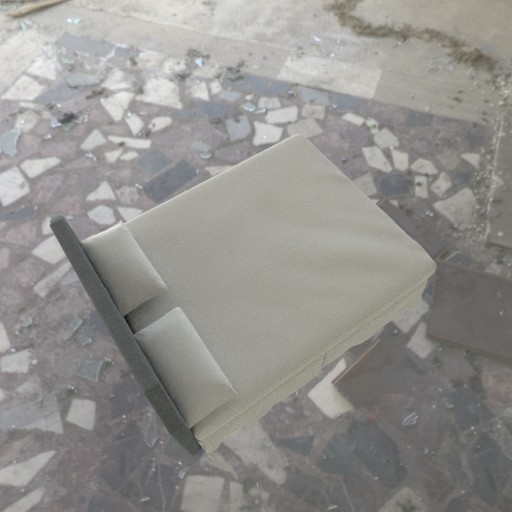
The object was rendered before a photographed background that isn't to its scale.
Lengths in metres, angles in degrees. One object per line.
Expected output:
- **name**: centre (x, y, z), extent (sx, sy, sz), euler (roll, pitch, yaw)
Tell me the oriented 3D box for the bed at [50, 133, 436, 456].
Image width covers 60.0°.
- **bed**: centre (0.000, 0.000, 3.635), extent (2.464, 1.306, 1.977), euler (-31, 64, -17)
